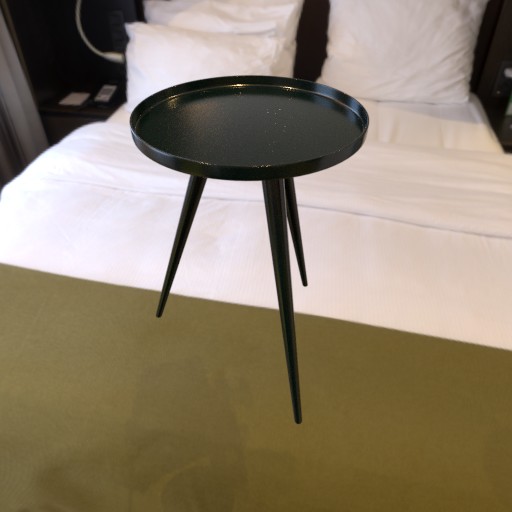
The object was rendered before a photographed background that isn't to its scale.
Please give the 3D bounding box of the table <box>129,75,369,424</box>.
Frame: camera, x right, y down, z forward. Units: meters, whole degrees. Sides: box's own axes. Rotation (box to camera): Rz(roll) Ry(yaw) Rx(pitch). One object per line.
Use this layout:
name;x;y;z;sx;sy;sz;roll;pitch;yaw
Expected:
table;0.000;0.000;0.850;0.403;0.548;0.415;-12;40;-15
